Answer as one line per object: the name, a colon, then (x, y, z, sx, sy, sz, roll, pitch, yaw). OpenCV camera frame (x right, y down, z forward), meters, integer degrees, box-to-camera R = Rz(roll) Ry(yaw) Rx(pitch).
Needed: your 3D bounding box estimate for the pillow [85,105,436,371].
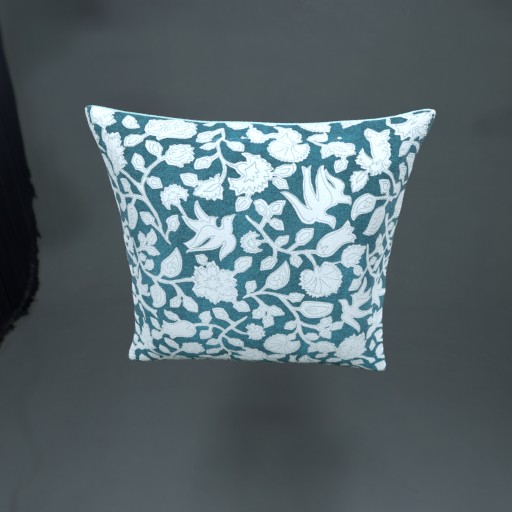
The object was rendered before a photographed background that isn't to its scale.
pillow: (0.000, 0.000, 0.783, 0.525, 0.508, 0.166, 2, 30, 3)
